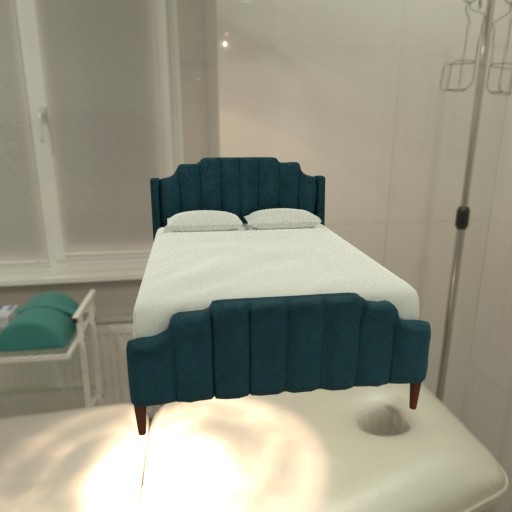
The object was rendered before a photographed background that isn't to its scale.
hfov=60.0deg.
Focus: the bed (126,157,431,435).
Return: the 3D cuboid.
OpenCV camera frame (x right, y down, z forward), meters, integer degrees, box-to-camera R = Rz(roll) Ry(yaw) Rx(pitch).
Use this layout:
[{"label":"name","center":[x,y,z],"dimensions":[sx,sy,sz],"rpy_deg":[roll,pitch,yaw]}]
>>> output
[{"label":"bed","center":[0.000,0.000,3.369],"dimensions":[1.676,1.351,2.322],"rpy_deg":[-2,16,-8]}]
